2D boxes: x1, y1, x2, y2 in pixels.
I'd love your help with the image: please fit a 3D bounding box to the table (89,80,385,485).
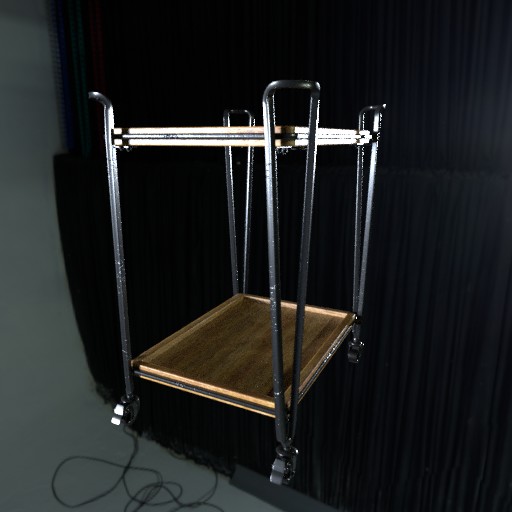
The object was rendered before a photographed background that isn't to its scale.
[{"bbox_3d":[0.000,0.000,1.177,0.505,0.785,0.672,7,17,26],"label":"table"}]
